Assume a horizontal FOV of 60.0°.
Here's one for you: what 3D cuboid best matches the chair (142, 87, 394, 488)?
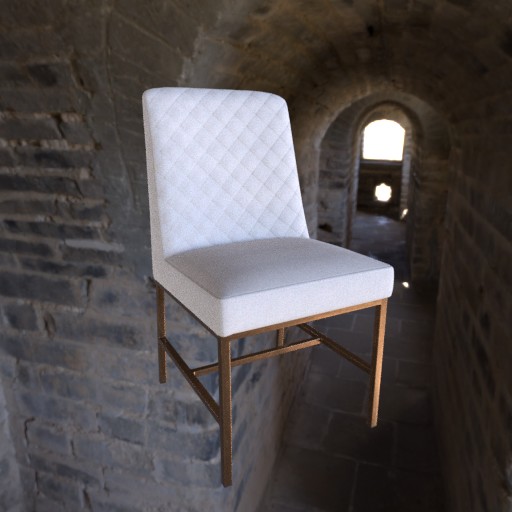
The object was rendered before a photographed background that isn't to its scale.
[{"bbox_3d":[0.000,0.000,1.264,0.503,0.933,0.597,-8,18,-27],"label":"chair"}]
